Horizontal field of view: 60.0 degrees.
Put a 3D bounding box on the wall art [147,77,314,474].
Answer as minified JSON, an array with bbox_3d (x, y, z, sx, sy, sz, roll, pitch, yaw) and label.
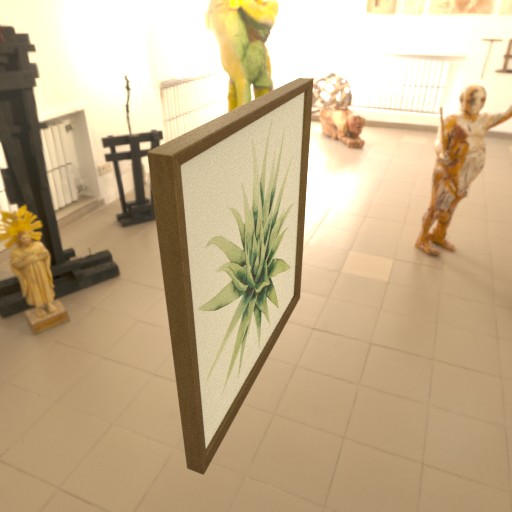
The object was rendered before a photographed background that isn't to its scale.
[{"bbox_3d":[0.000,0.000,0.763,0.030,0.506,0.503,12,32,19],"label":"wall art"}]
